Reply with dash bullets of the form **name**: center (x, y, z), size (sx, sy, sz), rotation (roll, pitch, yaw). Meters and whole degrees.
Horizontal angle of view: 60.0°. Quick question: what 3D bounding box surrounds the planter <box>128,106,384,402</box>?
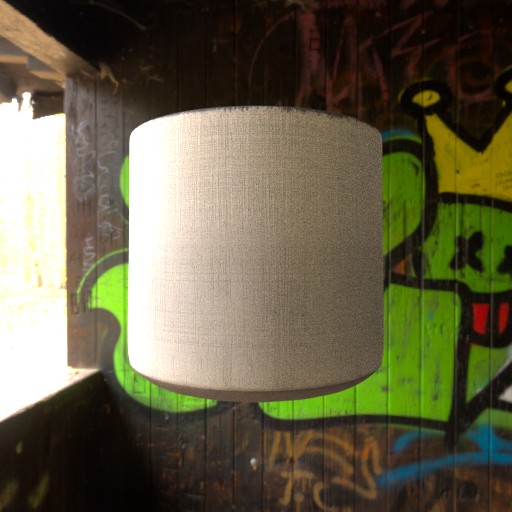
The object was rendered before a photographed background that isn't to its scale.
- **planter**: center (0.000, 0.000, 0.397), size (0.221, 0.201, 0.221), rotation (0, 1, 0)
